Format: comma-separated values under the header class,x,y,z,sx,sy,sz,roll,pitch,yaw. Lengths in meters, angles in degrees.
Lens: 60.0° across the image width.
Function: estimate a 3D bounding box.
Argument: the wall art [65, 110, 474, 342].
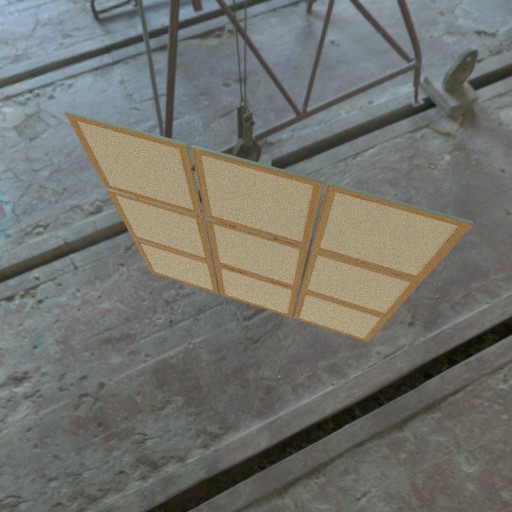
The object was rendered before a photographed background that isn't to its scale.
class,x,y,z,sx,sy,sz,roll,pitch,yaw
wall art,0.000,0.000,2.257,1.517,1.523,0.013,17,66,8
